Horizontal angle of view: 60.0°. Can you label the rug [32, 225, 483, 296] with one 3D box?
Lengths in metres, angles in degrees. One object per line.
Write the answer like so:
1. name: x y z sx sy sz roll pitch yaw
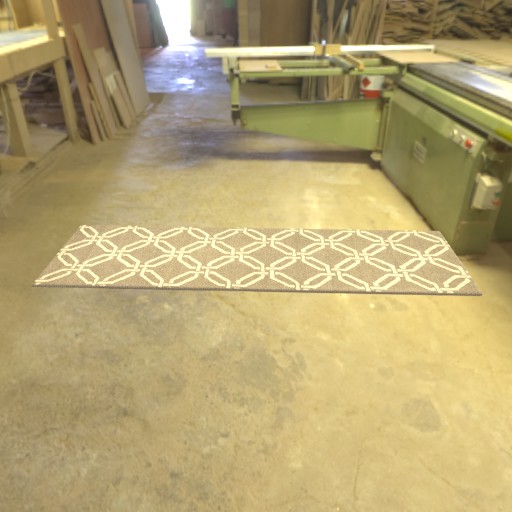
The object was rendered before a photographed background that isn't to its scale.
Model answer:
1. rug: 0.000 0.000 2.519 2.276 0.014 0.678 1 31 2
